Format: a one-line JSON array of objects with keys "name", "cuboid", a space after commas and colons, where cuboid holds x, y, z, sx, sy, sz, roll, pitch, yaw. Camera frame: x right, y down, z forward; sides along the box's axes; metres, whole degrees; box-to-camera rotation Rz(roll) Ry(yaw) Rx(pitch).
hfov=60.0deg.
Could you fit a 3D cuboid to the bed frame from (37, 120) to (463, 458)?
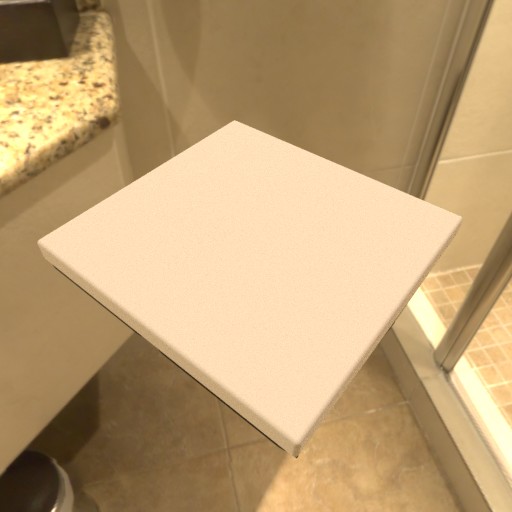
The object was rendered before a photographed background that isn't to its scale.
[{"name": "bed frame", "cuboid": [0.000, 0.000, 3.070, 2.033, 0.525, 1.935, 30, 54, 26]}]
